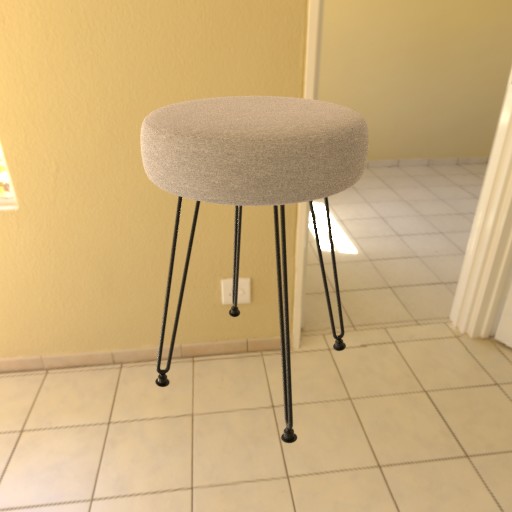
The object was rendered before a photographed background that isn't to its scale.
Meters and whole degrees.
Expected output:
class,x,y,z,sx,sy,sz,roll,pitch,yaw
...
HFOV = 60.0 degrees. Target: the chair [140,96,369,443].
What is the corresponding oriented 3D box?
class,x,y,z,sx,sy,sz,roll,pitch,yaw
chair,0.000,0.000,0.683,0.350,0.440,0.350,-8,29,-15
